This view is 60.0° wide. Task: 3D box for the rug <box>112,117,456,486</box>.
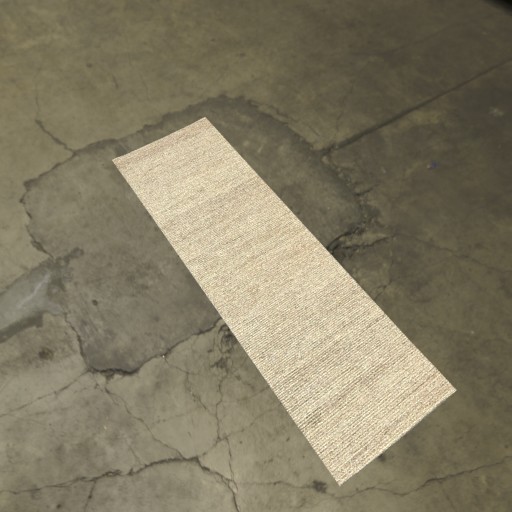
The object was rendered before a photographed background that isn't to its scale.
[{"bbox_3d":[0.000,0.000,2.569,0.741,0.014,2.390,-30,62,-18],"label":"rug"}]
